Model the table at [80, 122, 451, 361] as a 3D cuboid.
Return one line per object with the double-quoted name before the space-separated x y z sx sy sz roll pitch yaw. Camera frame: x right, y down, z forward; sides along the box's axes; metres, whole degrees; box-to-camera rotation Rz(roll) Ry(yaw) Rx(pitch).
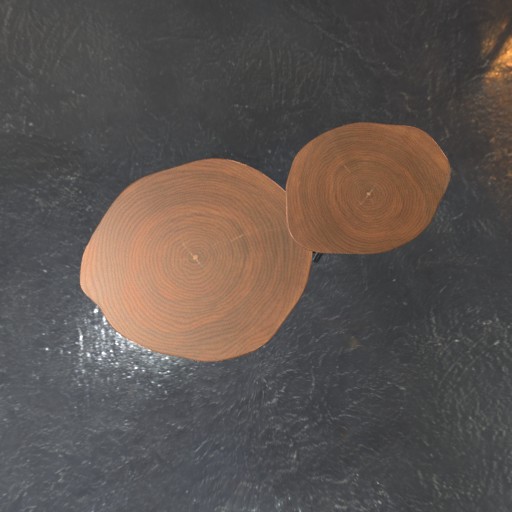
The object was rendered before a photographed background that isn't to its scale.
"table" 0.000 0.000 1.065 0.759 0.538 0.442 -15 76 -4
